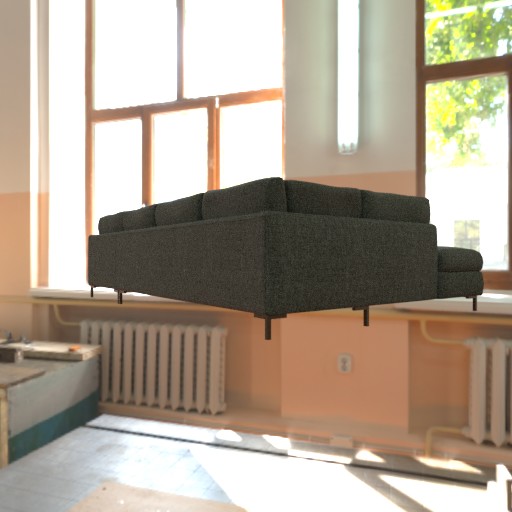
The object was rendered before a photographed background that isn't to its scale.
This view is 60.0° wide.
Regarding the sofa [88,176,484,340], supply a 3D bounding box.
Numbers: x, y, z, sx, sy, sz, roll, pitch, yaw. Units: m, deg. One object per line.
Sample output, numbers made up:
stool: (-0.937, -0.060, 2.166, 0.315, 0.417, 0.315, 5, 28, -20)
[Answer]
sofa: (0.000, 0.000, 3.560, 1.879, 0.756, 2.737, 0, 0, -36)
